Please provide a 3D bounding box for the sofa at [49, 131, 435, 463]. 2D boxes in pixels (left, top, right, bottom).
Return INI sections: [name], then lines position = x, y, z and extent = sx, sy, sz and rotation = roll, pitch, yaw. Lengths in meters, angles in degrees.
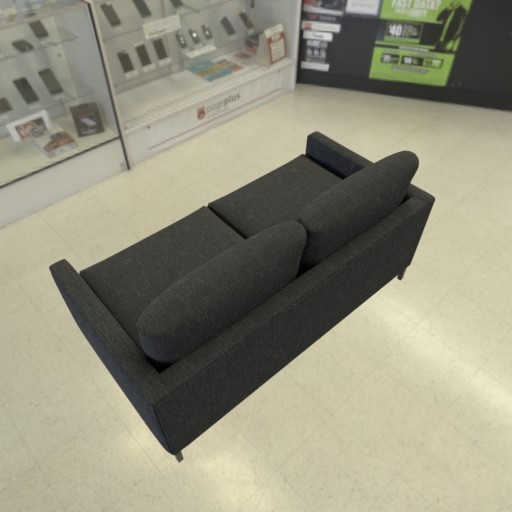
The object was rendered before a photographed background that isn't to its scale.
[sofa]
position = 0.000, 0.000, 2.228
extent = 1.716, 0.862, 0.866
rotation = -32, 55, -27
